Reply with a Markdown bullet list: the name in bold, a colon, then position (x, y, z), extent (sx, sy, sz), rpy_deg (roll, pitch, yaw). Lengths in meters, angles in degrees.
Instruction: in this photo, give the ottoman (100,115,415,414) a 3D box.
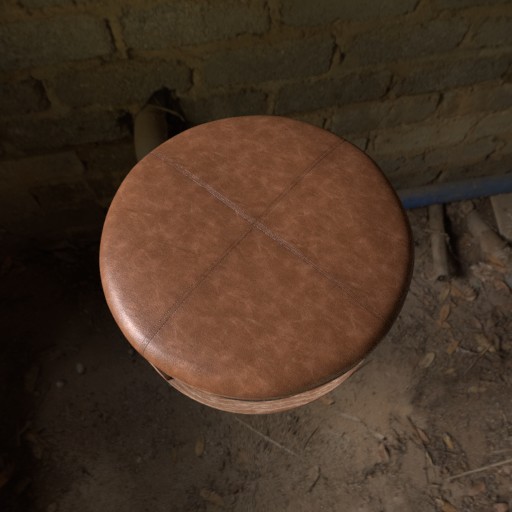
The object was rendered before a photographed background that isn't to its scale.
- **ottoman**: position (0.000, 0.000, 1.552), extent (1.006, 0.445, 1.006), rpy_deg (0, 63, 0)
